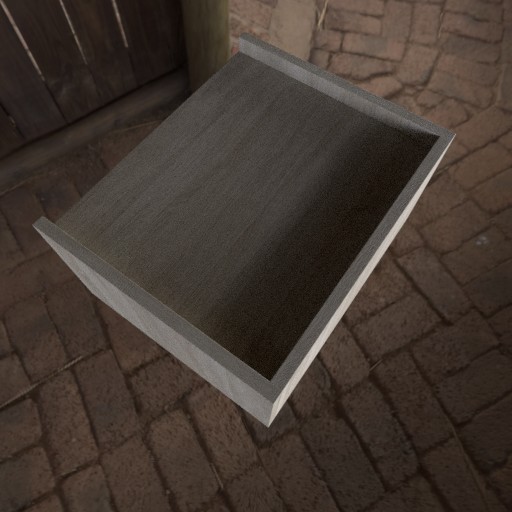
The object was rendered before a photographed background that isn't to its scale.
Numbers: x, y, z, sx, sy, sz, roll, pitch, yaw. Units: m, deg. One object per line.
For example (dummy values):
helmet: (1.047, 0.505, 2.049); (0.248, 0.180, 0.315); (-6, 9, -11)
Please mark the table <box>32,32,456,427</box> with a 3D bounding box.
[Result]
table: (0.000, 0.000, 0.800); (0.370, 0.470, 0.450); (33, 68, 15)
